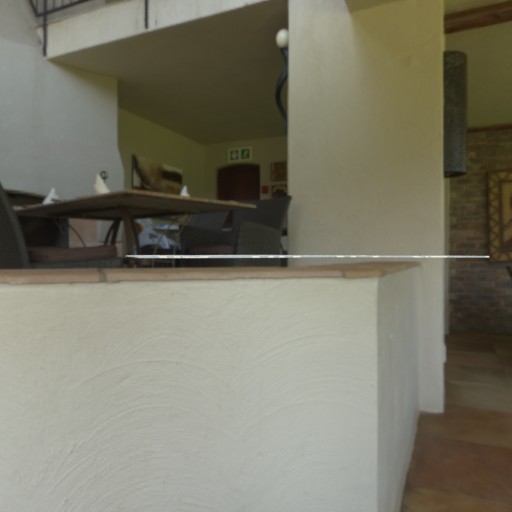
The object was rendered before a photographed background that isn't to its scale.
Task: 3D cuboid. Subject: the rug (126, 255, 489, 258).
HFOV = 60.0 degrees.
[{"bbox_3d":[0.000,0.000,2.762,1.522,0.013,2.133,0,0,-17],"label":"rug"}]
